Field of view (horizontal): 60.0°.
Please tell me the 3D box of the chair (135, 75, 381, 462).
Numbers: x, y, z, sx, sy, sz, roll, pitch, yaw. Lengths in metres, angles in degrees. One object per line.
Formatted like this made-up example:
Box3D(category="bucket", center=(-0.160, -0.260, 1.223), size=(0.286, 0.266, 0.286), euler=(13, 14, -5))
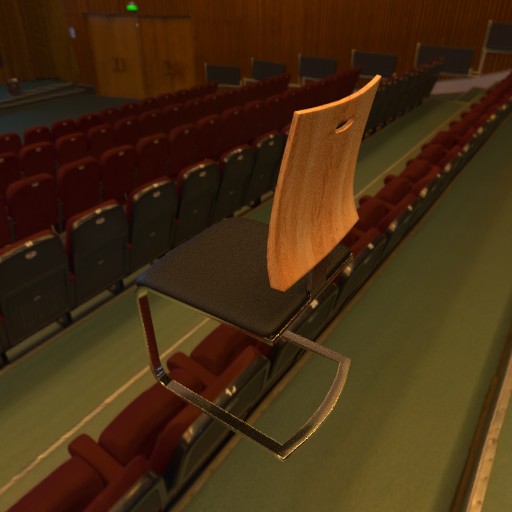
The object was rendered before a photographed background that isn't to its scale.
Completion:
Box3D(category="chair", center=(0.000, 0.000, 1.234), size=(0.560, 0.936, 0.462), euler=(20, 38, 28))
